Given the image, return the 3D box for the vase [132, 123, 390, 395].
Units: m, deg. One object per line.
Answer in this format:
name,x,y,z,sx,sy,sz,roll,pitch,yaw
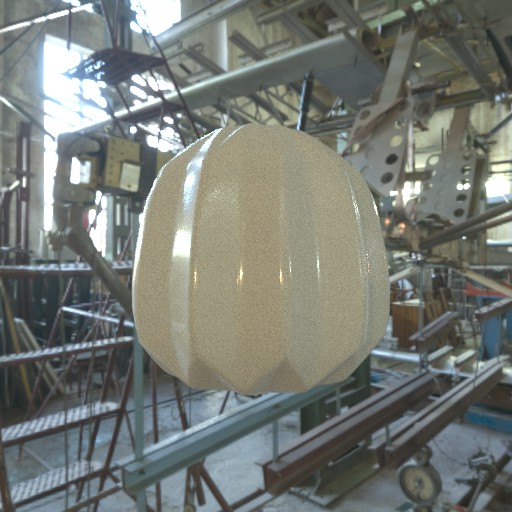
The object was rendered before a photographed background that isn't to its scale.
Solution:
vase,0.000,0.000,0.247,0.139,0.134,0.139,0,0,0
